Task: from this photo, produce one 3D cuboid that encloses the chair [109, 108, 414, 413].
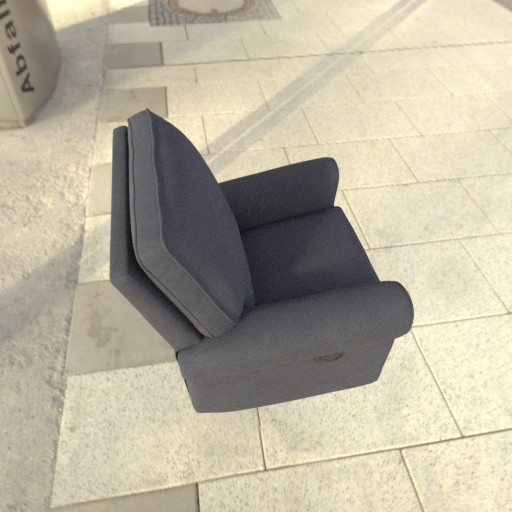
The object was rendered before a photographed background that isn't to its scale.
[{"bbox_3d":[0.000,0.000,1.656,0.878,0.961,0.890,-9,48,-8],"label":"chair"}]
